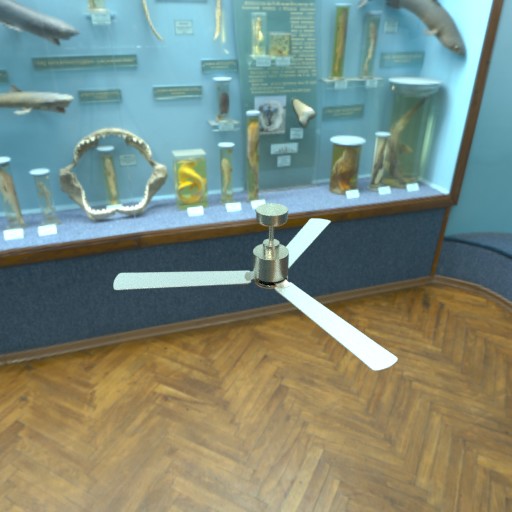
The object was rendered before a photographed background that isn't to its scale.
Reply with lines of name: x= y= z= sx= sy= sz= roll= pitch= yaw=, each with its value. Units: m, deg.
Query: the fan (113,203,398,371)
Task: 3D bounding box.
fan: x=0.000 y=0.000 z=2.385 sx=1.531 sy=0.446 sz=1.561 roll=-8 pitch=30 yaw=-14
